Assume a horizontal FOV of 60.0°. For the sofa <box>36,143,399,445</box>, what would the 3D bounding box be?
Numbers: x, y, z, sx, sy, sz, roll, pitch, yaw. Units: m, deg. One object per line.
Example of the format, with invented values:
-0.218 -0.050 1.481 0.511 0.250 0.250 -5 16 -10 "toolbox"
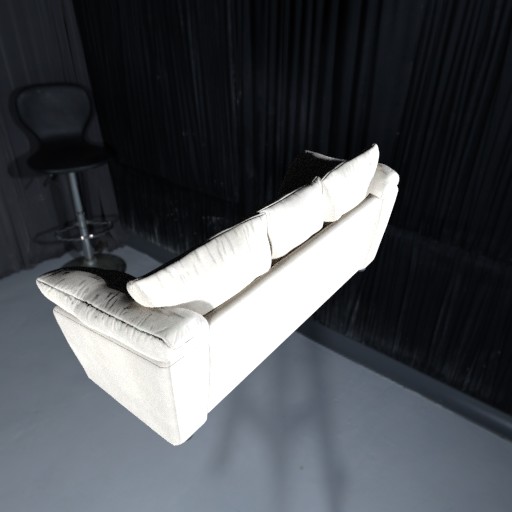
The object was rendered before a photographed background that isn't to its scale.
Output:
0.000 0.000 2.776 0.878 0.996 2.334 23 39 31 "sofa"
